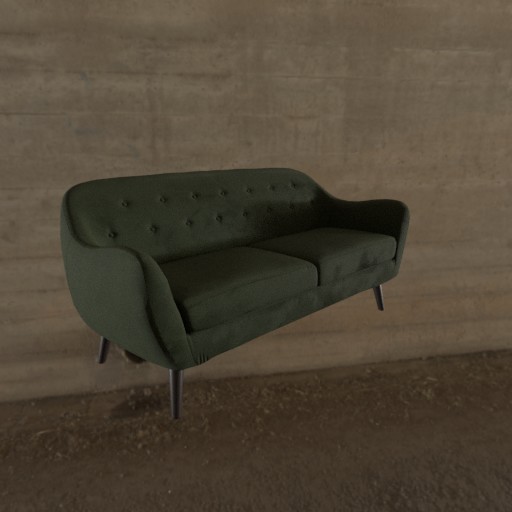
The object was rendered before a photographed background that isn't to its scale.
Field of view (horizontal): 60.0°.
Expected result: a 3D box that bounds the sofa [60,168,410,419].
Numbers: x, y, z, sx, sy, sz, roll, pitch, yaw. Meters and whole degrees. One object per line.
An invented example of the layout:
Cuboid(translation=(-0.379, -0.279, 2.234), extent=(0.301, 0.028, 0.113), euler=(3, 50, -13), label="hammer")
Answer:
Cuboid(translation=(0.000, 0.000, 2.294), extent=(0.820, 0.836, 1.840), euler=(14, 20, 43), label="sofa")
